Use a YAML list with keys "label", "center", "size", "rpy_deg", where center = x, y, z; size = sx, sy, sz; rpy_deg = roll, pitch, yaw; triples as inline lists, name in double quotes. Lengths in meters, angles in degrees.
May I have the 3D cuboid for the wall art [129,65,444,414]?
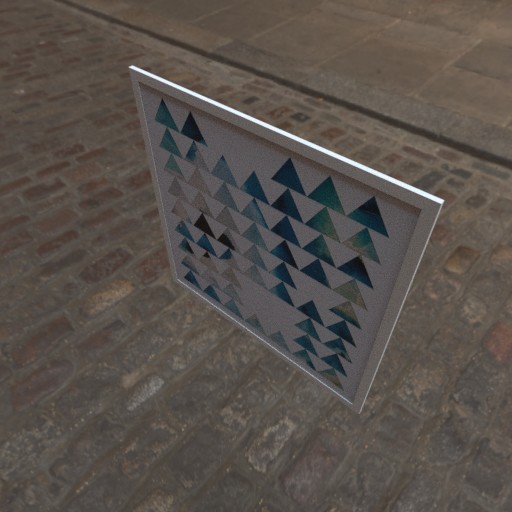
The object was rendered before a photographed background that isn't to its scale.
- label: "wall art"
  center: [0.000, 0.000, 0.680]
  size: [0.456, 0.456, 0.007]
  rpy_deg: [31, 54, 26]
